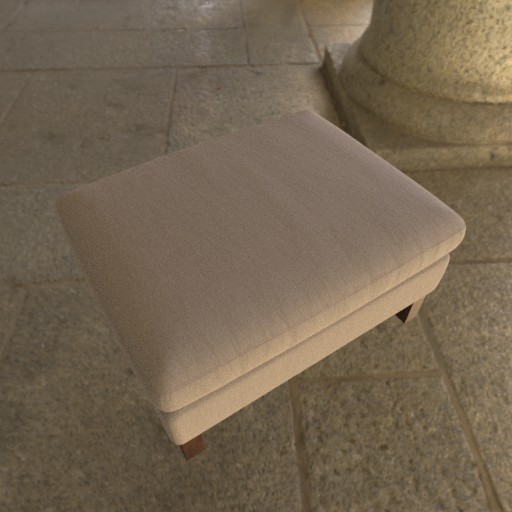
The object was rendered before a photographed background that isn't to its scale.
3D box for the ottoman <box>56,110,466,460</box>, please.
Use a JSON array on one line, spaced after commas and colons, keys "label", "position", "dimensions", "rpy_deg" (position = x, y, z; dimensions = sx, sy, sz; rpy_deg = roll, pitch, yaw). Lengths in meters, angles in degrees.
[{"label": "ottoman", "position": [0.000, 0.000, 1.109], "dimensions": [0.771, 0.420, 0.606], "rpy_deg": [-25, 52, -21]}]
